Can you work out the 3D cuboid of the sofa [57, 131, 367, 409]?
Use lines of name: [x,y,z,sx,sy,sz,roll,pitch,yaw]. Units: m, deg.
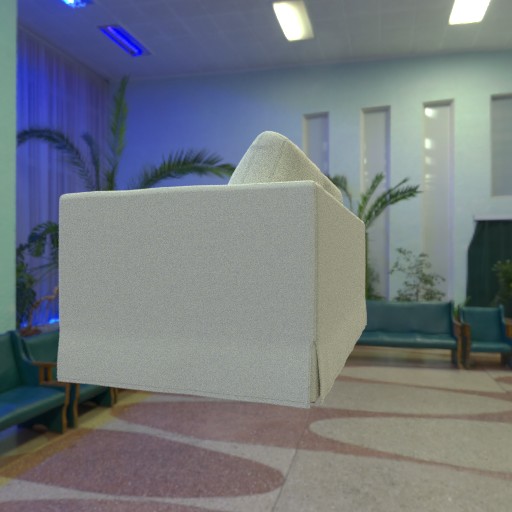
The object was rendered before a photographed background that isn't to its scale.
sofa: [0.000,0.000,2.352,1.009,0.932,1.813,0,0,18]
